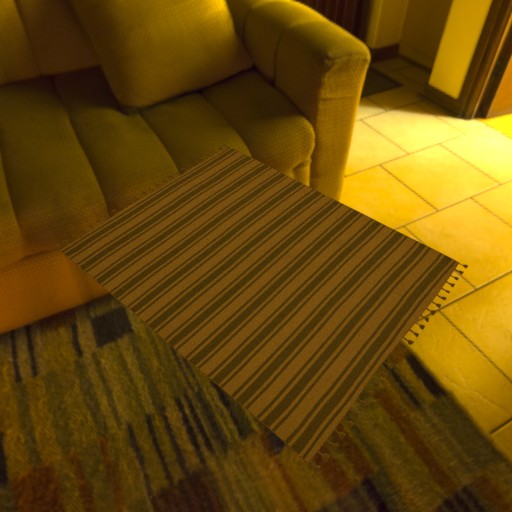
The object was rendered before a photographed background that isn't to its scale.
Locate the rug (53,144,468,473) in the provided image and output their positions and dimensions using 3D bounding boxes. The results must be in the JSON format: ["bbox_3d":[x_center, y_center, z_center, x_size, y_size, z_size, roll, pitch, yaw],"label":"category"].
[{"bbox_3d":[0.000,0.000,4.249,3.201,0.005,2.439,32,54,27],"label":"rug"}]
